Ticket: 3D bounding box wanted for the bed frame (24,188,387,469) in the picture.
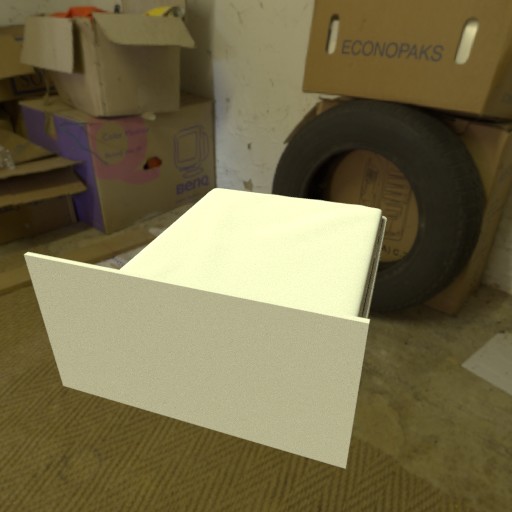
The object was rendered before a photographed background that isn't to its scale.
[{"bbox_3d":[0.000,0.000,2.739,1.490,0.800,1.950,10,31,16],"label":"bed frame"}]
